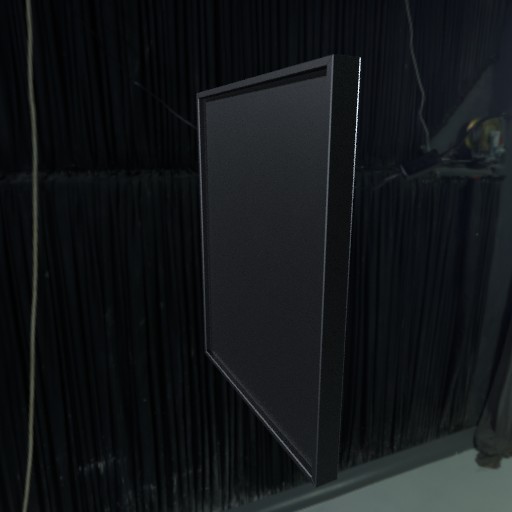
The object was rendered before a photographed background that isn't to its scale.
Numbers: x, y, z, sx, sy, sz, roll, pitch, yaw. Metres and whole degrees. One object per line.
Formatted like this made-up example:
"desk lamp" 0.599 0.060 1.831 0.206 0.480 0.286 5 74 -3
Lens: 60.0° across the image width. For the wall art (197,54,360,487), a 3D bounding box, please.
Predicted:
"wall art" 0.000 0.000 0.747 0.039 0.555 0.449 -7 16 -25
